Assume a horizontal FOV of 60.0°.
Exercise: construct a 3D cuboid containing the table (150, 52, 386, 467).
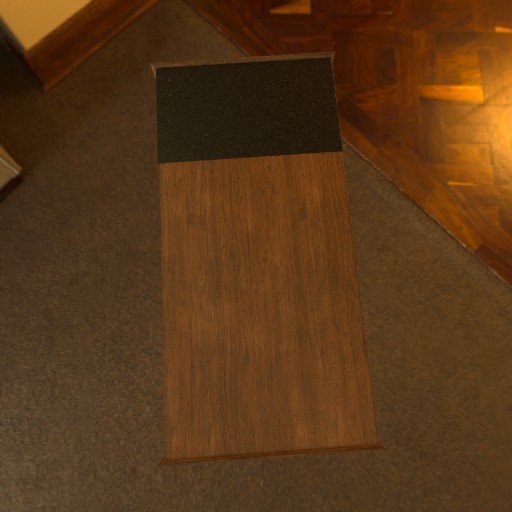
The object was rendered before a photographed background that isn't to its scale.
[{"bbox_3d":[0.000,0.000,1.559,0.610,0.508,1.221,-4,77,-1],"label":"table"}]
